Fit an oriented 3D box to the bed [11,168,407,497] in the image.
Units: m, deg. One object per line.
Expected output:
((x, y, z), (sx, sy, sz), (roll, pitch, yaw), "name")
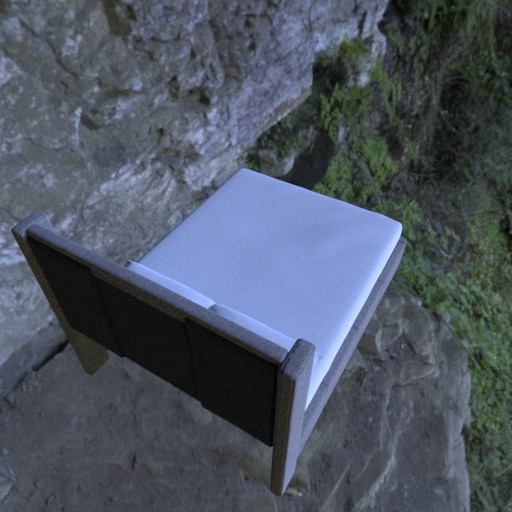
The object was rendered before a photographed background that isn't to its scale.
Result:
((0.000, 0.000, 3.228), (1.714, 1.476, 2.245), (23, 50, 21), "bed")
